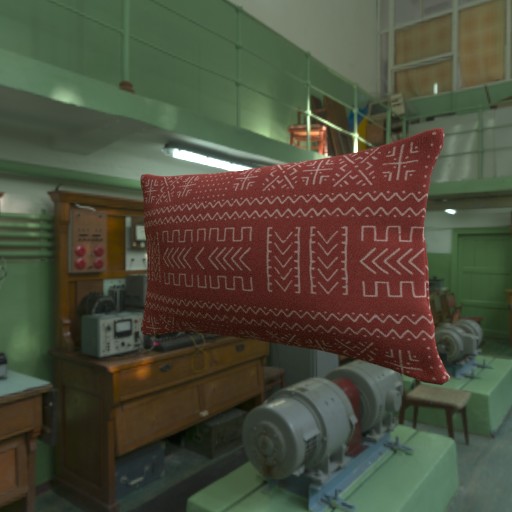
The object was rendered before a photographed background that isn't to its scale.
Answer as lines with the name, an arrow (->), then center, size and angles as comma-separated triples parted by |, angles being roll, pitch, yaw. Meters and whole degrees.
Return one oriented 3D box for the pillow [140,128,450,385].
pillow -> 0.000, 0.000, 0.784 | 0.640, 0.352, 0.130 | 1, 1, 36
